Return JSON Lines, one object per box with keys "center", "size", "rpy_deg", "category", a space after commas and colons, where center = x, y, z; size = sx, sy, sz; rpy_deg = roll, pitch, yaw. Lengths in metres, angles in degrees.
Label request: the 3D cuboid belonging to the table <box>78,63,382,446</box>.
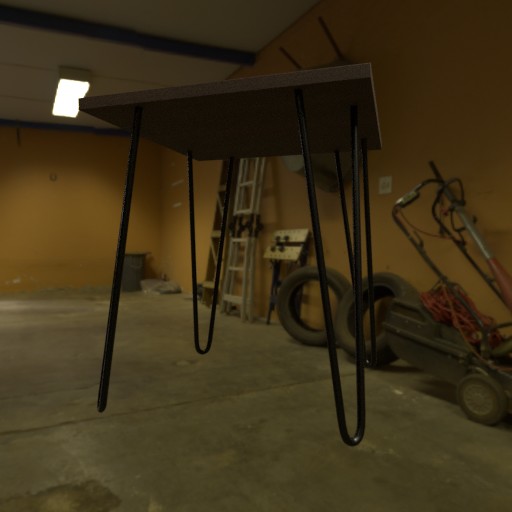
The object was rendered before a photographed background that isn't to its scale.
{"center": [0.000, 0.000, 0.941], "size": [0.495, 0.559, 0.495], "rpy_deg": [0, 1, 18], "category": "table"}
